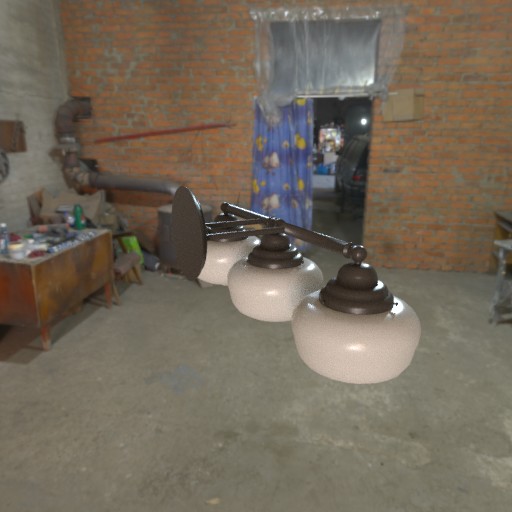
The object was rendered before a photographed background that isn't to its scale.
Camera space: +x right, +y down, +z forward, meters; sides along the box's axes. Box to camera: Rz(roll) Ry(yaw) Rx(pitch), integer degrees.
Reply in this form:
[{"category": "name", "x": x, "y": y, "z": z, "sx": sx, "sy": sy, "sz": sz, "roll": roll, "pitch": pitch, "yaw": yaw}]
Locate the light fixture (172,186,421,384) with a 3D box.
[{"category": "light fixture", "x": 0.000, "y": 0.000, "z": 0.734, "sx": 0.239, "sy": 0.242, "sz": 0.587, "roll": -8, "pitch": 17, "yaw": -26}]
